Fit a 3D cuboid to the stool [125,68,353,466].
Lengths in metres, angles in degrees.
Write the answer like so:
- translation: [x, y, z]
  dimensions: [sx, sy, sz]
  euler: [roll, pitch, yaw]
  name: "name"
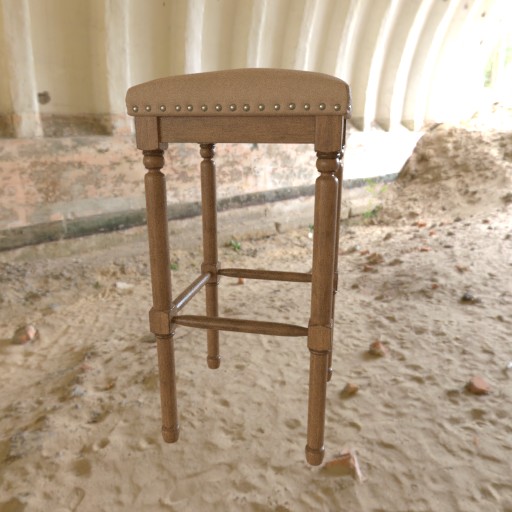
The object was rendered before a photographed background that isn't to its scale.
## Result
- translation: [0.000, 0.000, 0.986]
  dimensions: [0.382, 0.768, 0.383]
  euler: [3, 17, 12]
  name: "stool"
